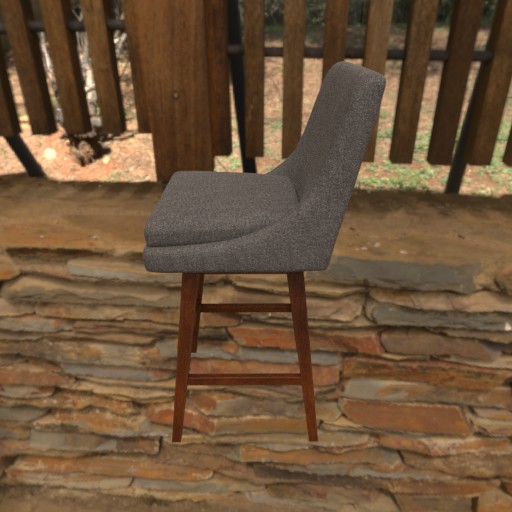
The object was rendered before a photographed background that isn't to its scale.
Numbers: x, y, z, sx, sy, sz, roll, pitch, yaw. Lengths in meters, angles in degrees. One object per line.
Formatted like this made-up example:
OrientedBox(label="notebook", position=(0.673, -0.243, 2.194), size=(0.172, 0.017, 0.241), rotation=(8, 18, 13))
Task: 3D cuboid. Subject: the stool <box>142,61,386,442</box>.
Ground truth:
OrientedBox(label="stool", position=(0.000, 0.000, 1.348), size=(0.572, 1.068, 0.489), rotation=(0, 27, 0))
